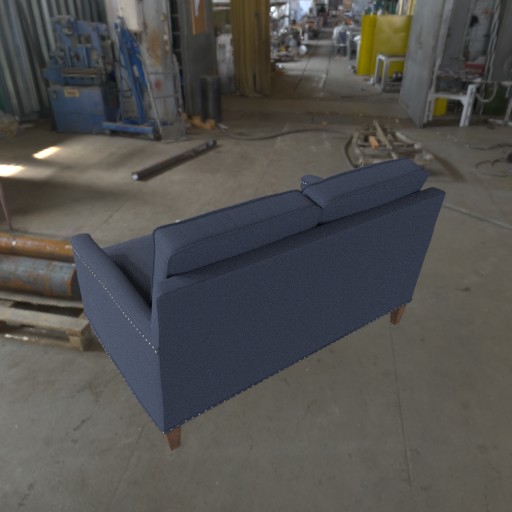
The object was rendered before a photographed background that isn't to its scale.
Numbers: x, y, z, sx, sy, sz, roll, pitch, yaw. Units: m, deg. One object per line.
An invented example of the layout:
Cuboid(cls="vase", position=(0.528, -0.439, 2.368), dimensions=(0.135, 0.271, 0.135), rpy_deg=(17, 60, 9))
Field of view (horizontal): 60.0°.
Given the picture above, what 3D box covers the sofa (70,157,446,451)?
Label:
Cuboid(cls="sofa", position=(0.000, 0.000, 2.295), dimensions=(1.597, 1.003, 1.084), rpy_deg=(-20, 36, -30))
